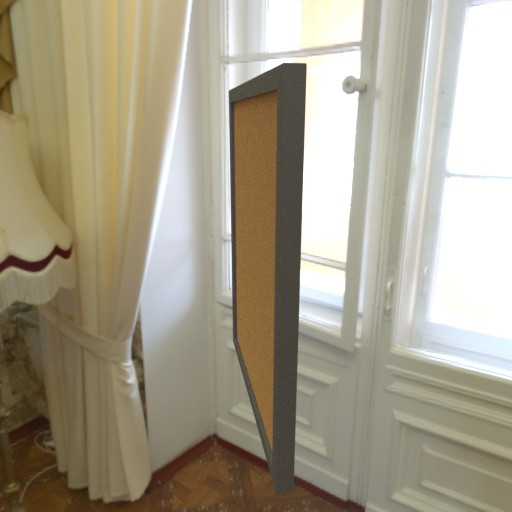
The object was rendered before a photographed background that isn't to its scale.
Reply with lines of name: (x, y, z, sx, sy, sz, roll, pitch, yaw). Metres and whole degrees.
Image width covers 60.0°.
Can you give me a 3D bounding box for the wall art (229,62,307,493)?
wall art: (0.000, 0.000, 0.758, 0.029, 0.558, 0.458, -3, 17, -10)
